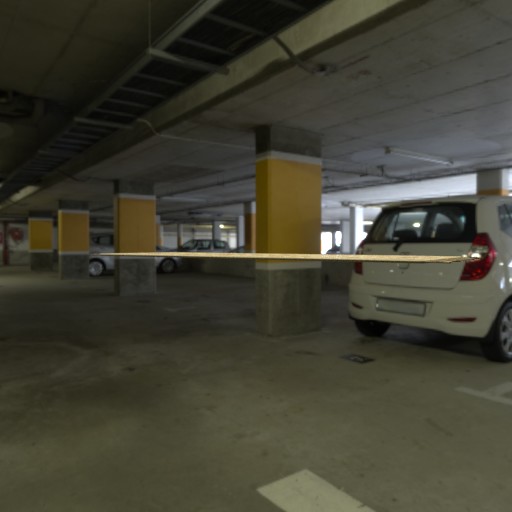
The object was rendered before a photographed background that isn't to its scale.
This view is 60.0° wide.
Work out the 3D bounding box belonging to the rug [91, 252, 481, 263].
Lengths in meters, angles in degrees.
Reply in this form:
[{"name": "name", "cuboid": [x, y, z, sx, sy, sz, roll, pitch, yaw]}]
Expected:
[{"name": "rug", "cuboid": [0.000, 0.000, 2.763, 2.438, 0.021, 0.729, 1, 2, 36]}]
